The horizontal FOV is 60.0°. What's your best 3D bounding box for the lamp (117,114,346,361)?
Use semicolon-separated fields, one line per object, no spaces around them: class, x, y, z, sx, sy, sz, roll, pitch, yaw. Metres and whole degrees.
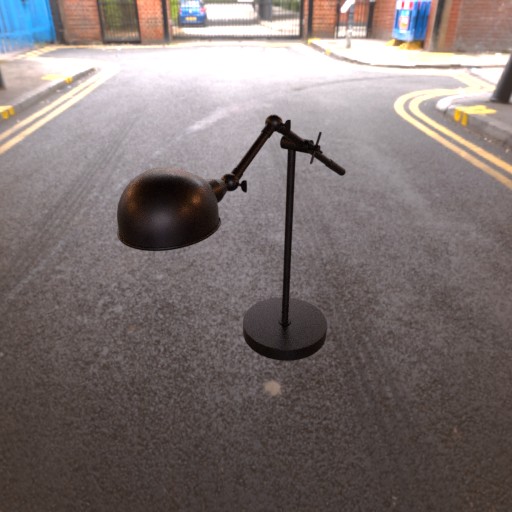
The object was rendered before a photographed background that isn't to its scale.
lamp;0.000;0.000;0.793;0.185;0.495;0.567;20;35;30
